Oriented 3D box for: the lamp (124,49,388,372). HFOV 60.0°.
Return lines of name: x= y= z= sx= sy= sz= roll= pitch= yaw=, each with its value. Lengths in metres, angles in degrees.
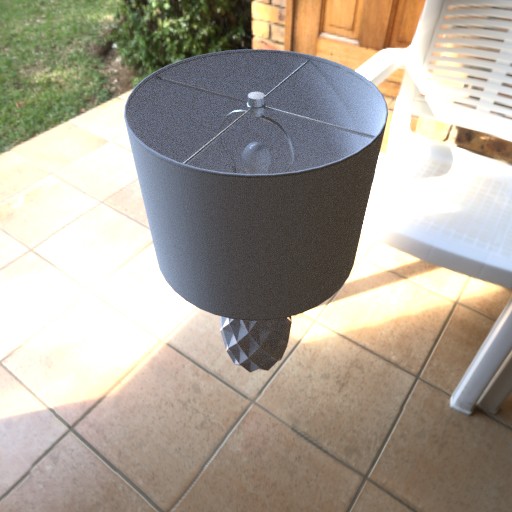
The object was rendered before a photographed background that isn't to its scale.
lamp: x=0.000 y=0.000 z=0.691 sx=0.297 sy=0.522 sz=0.297 roll=0 pitch=46 yaw=0
